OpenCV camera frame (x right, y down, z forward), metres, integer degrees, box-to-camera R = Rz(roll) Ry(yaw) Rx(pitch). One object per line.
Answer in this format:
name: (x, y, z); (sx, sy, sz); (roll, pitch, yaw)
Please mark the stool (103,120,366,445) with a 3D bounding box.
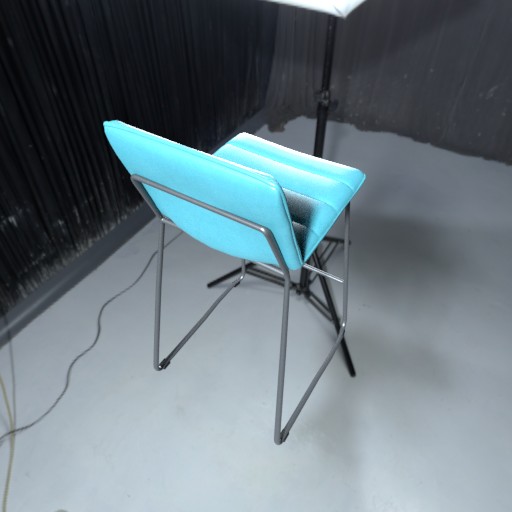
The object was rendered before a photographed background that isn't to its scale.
stool: (0.000, 0.000, 1.227); (0.489, 0.936, 0.524); (24, 50, 22)
